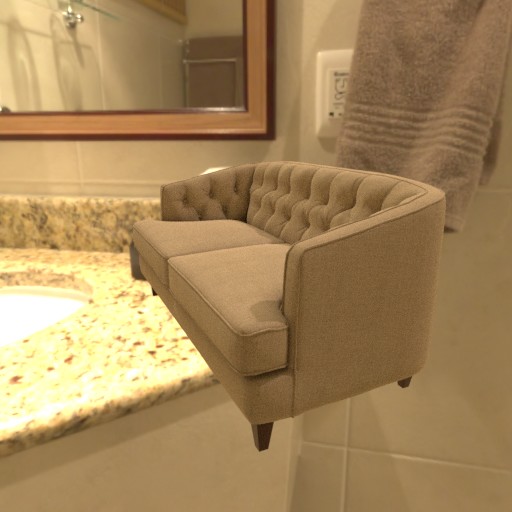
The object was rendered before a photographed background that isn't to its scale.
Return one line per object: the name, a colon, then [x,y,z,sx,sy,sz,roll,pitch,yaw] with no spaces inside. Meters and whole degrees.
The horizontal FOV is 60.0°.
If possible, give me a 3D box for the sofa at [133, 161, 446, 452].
sofa: [0.000,0.000,2.221,0.941,0.855,1.733,-8,18,-24]
